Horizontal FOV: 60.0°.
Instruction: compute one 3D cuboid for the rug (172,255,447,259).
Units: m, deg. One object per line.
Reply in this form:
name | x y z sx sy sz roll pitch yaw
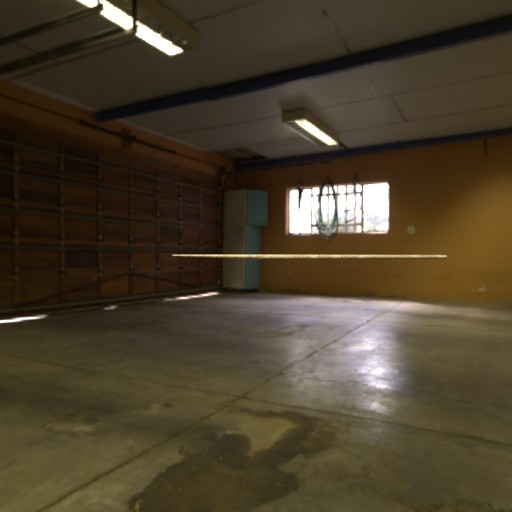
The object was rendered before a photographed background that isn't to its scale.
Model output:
rug | 0.000 0.000 2.532 0.691 0.013 2.289 0 0 -17
